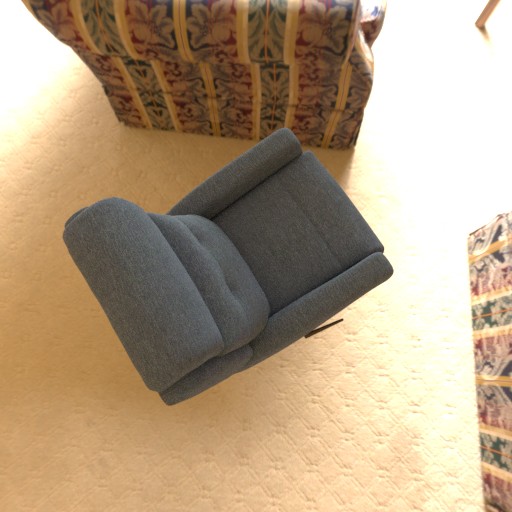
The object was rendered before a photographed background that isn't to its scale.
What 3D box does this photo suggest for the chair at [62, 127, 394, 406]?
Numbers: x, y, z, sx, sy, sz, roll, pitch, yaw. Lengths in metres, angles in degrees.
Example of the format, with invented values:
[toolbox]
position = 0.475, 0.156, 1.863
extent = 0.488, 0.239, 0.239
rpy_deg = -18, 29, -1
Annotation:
[chair]
position = 0.000, 0.000, 1.751
extent = 1.043, 1.013, 0.798
rpy_deg = -32, 78, -8
